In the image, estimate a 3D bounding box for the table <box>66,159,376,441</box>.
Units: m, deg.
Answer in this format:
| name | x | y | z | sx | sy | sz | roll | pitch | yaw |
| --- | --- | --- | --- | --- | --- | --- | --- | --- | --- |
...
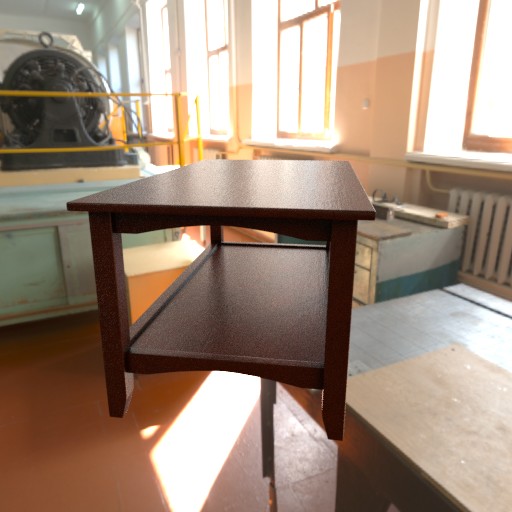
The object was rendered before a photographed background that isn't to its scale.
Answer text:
| name | x | y | z | sx | sy | sz | roll | pitch | yaw |
| --- | --- | --- | --- | --- | --- | --- | --- | --- | --- |
| table | 0.000 | 0.000 | 1.252 | 0.533 | 0.456 | 0.943 | 3 | 17 | 8 |
